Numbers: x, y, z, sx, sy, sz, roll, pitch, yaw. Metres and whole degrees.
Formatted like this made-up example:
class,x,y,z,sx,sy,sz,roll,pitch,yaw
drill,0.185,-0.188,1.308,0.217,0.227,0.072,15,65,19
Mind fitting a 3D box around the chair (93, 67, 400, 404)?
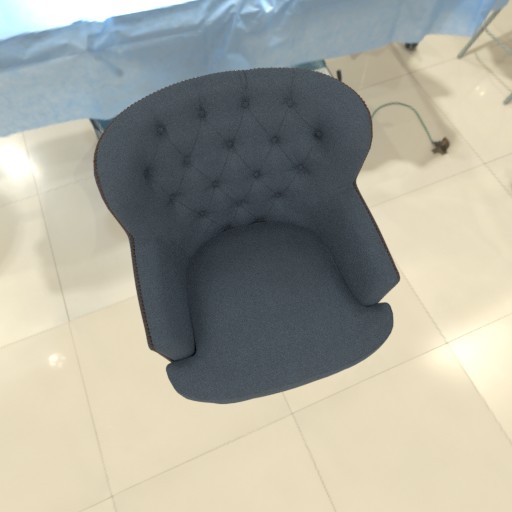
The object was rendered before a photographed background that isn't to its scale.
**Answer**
class,x,y,z,sx,sy,sz,roll,pitch,yaw
chair,0.000,0.000,1.562,0.848,0.868,0.906,-15,64,-7
